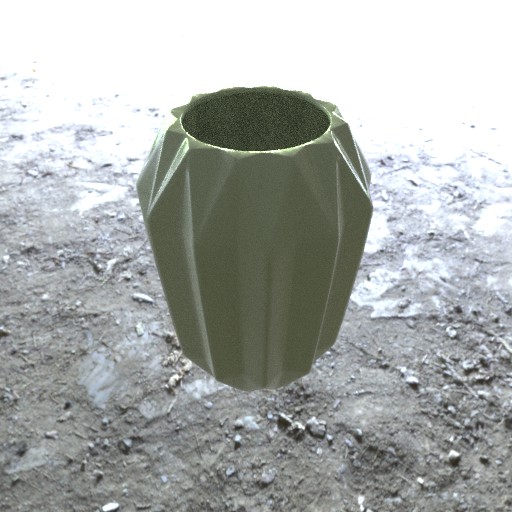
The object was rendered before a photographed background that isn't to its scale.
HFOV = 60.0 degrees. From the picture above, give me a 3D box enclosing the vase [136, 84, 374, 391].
[{"bbox_3d":[0.000,0.000,0.417,0.195,0.275,0.195,0,41,0],"label":"vase"}]
